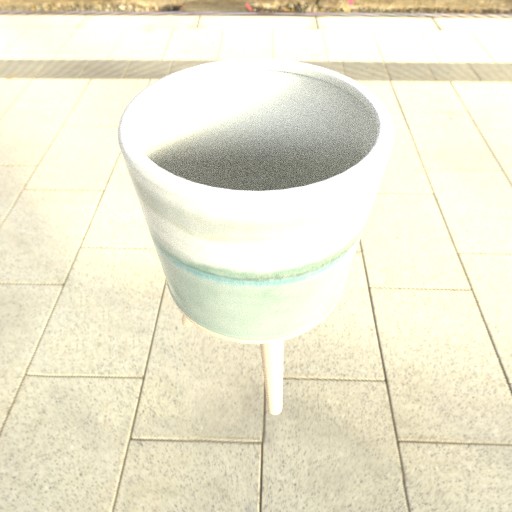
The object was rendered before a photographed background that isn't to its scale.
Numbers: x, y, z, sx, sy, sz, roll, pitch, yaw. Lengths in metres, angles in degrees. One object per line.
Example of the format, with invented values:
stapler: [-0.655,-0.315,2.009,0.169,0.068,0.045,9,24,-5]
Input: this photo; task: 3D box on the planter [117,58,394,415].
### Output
planter: [0.000,0.000,0.577,0.265,0.404,0.265,0,47,0]
